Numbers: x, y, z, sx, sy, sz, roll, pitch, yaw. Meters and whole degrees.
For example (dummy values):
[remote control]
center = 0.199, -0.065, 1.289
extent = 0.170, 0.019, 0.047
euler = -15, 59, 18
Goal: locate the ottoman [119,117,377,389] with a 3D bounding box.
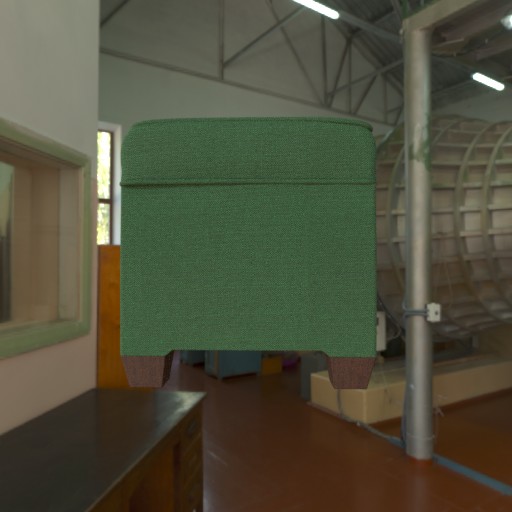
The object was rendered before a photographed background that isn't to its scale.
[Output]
[ottoman]
center = 0.000, 0.000, 1.208
extent = 0.483, 0.471, 0.957
euler = 0, -1, 2
